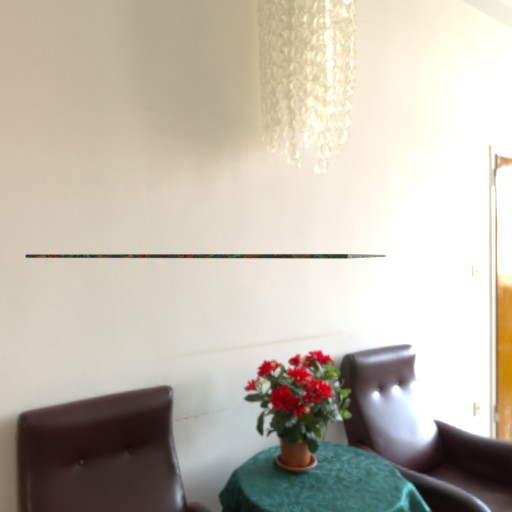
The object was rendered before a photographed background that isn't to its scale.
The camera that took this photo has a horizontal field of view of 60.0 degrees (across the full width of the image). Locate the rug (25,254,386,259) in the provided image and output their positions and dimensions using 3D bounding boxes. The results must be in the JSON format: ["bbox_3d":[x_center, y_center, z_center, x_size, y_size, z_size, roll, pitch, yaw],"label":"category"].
[{"bbox_3d":[0.000,0.000,2.344,1.216,0.014,1.836,0,0,20],"label":"rug"}]
